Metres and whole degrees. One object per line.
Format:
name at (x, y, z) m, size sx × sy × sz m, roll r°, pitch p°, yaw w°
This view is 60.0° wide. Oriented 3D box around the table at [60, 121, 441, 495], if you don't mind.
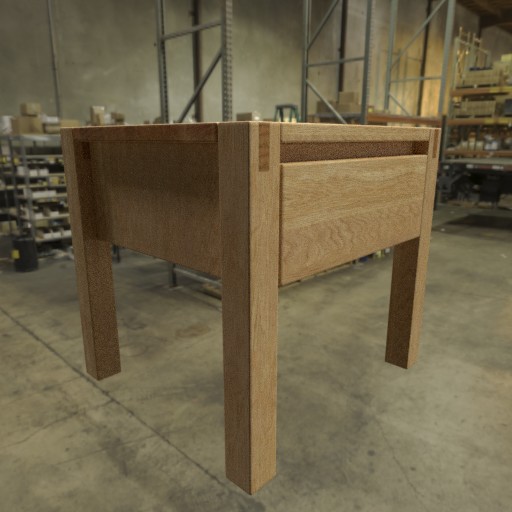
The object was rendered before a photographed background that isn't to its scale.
table at (0.000, 0.000, 0.810) m, size 0.440 × 0.450 × 0.480 m, roll 14°, pitch 20°, yaw 42°
